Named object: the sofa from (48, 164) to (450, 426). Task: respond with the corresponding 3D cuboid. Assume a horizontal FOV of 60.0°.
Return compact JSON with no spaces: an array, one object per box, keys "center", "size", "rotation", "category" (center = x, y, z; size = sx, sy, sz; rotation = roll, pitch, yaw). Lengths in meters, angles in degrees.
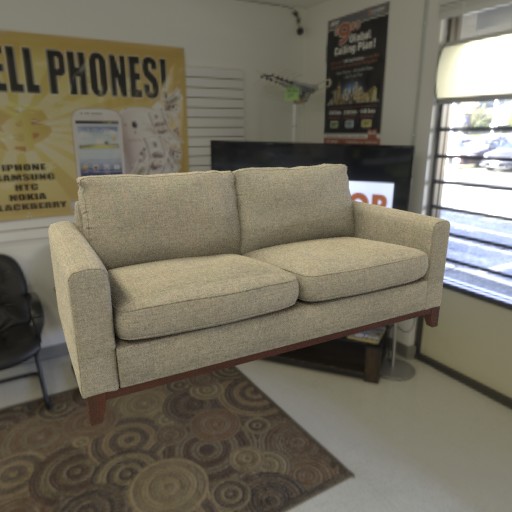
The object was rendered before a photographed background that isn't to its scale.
[{"center":[0.000,0.000,2.403],"size":[1.978,0.892,0.969],"rotation":[-8,18,-27],"category":"sofa"}]
